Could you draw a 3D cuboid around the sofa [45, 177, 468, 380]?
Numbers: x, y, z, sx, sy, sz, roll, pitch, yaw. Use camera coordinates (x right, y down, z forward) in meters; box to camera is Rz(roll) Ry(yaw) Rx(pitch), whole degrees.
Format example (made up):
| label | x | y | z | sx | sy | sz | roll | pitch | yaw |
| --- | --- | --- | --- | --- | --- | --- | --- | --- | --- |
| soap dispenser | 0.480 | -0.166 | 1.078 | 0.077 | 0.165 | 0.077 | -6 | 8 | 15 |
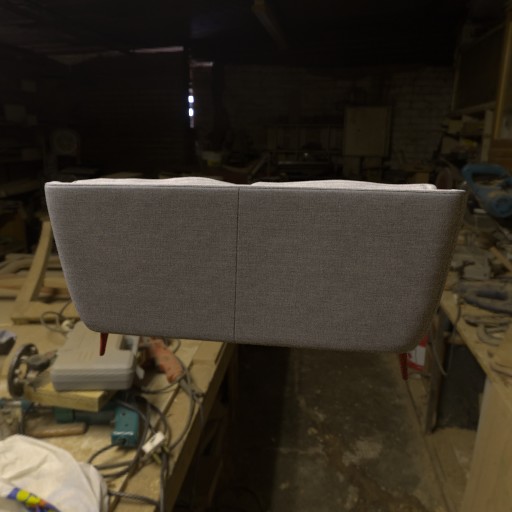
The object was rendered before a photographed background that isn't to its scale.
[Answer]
| label | x | y | z | sx | sy | sz | roll | pitch | yaw |
| --- | --- | --- | --- | --- | --- | --- | --- | --- | --- |
| sofa | 0.000 | 0.000 | 2.395 | 1.930 | 0.897 | 0.976 | 2 | 16 | 8 |
